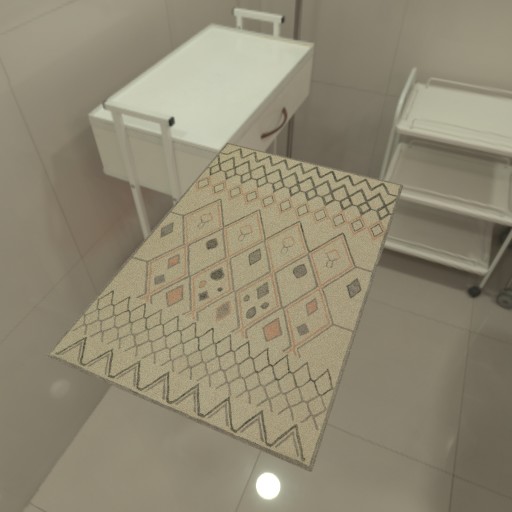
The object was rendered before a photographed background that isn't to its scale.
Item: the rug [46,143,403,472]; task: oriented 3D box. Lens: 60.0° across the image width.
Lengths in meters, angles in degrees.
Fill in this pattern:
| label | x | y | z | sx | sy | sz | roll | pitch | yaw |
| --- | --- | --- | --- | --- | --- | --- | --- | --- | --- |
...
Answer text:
| label | x | y | z | sx | sy | sz | roll | pitch | yaw |
| --- | --- | --- | --- | --- | --- | --- | --- | --- | --- |
| rug | 0.000 | 0.000 | 2.351 | 1.219 | 0.016 | 1.829 | 17 | 49 | 16 |
